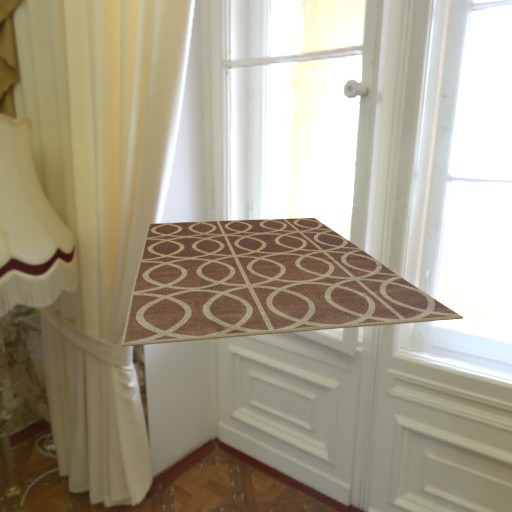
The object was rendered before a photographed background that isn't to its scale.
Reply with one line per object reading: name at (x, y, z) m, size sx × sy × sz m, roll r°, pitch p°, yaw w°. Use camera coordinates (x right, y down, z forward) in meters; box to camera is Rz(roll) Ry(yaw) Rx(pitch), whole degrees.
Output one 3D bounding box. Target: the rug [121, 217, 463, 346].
rug at (0.000, 0.000, 2.980) m, size 1.528 × 0.014 × 2.294 m, roll -3°, pitch 17°, yaw -10°
